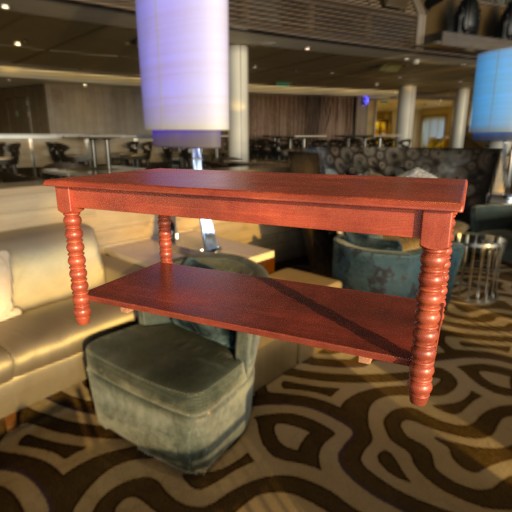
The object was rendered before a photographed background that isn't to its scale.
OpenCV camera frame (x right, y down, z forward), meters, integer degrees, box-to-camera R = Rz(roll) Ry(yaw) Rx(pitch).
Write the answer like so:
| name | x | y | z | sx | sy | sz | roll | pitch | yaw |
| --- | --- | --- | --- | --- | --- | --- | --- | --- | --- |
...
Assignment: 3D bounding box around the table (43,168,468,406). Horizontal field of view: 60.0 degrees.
| name | x | y | z | sx | sy | sz | roll | pitch | yaw |
| --- | --- | --- | --- | --- | --- | --- | --- | --- | --- |
| table | 0.000 | 0.000 | 1.417 | 1.171 | 0.485 | 0.580 | 7 | 17 | 25 |
